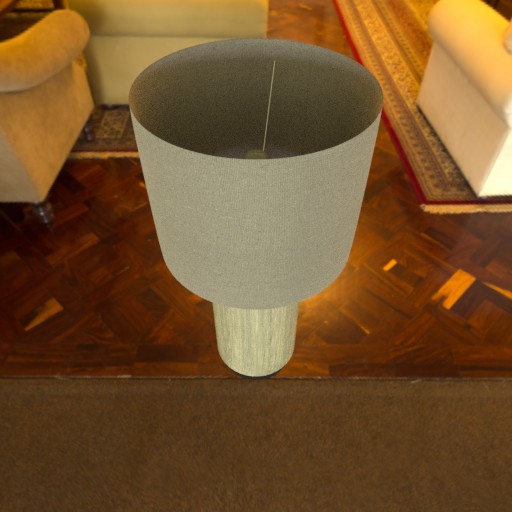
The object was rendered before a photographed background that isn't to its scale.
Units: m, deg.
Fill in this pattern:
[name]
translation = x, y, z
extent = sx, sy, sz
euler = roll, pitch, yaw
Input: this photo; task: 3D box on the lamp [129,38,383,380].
[lamp]
translation = 0.000, 0.000, 0.562
extent = 0.228, 0.444, 0.228
euler = 32, 55, 27
